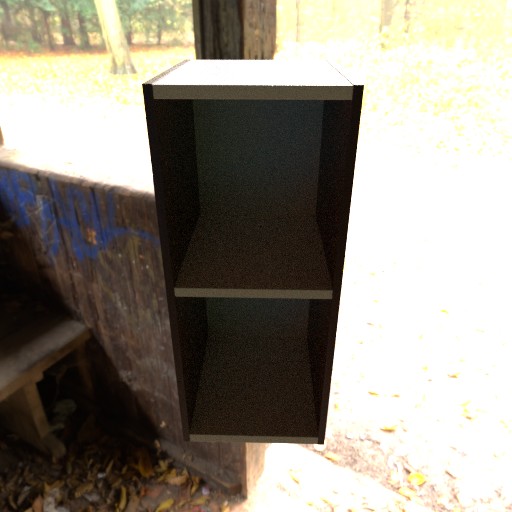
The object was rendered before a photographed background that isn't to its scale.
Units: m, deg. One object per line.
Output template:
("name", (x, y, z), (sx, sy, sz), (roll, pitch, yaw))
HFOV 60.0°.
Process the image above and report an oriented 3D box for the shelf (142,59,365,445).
("shelf", (0.000, 0.000, 0.768), (0.253, 0.600, 0.290), (1, 29, 1))
